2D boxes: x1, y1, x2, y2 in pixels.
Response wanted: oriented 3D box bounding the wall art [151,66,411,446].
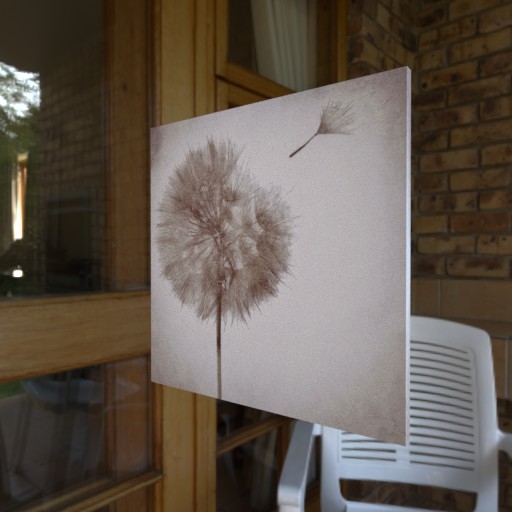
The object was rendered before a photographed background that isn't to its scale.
[{"bbox_3d":[0.000,0.000,1.121,0.762,0.762,0.027,0,1,36],"label":"wall art"}]
